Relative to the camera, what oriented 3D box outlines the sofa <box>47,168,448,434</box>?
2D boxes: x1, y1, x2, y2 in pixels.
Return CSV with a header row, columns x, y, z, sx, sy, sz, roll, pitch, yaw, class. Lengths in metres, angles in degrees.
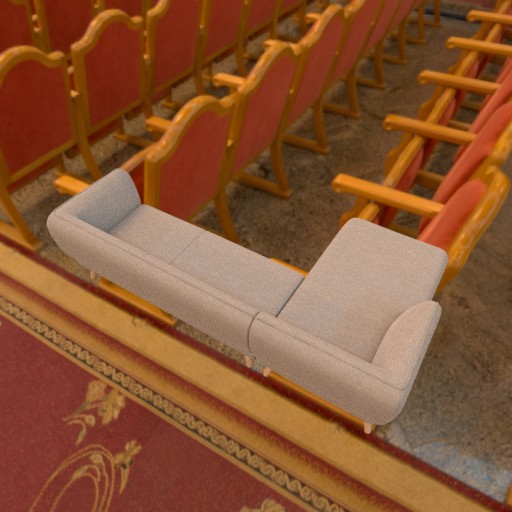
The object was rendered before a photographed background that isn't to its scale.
x,y,z,sx,sy,sz,roll,pitch,yaw,class
0.000,0.000,3.338,2.653,0.693,1.532,24,51,22,sofa
